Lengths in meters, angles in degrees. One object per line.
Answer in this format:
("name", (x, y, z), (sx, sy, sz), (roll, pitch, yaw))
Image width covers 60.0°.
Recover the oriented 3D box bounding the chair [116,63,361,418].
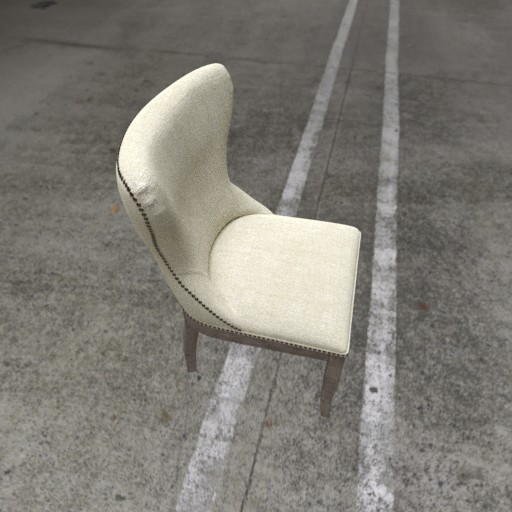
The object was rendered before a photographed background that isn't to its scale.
("chair", (0.000, 0.000, 1.477), (0.681, 1.002, 0.654), (10, 47, 9))
